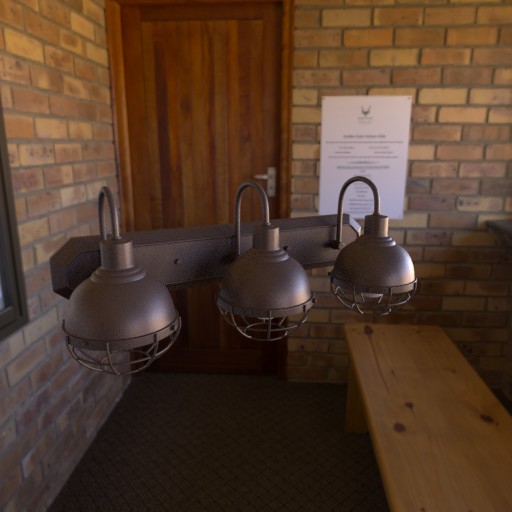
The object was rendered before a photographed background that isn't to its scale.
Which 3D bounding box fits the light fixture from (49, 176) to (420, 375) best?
[{"bbox_3d":[0.000,0.000,0.761,0.634,0.254,0.229,-7,16,-27],"label":"light fixture"}]
